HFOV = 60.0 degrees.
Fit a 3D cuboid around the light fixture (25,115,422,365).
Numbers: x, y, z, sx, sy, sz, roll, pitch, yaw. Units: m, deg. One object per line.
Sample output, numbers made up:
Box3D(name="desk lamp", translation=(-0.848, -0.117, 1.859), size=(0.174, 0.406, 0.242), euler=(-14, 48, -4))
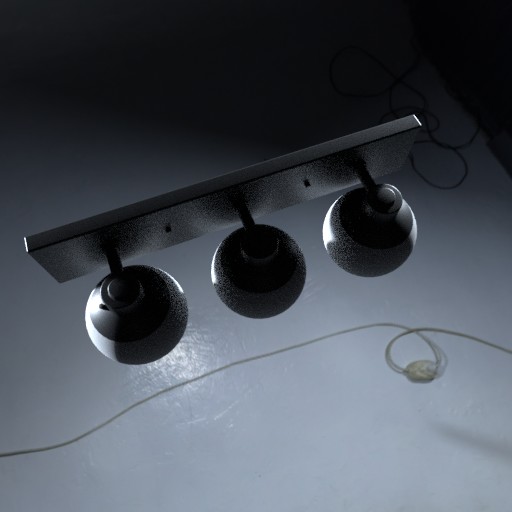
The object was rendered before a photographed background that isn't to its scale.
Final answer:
Box3D(name="light fixture", translation=(0.000, 0.000, 0.847), size=(0.721, 0.263, 0.218), euler=(-19, 66, -9))
